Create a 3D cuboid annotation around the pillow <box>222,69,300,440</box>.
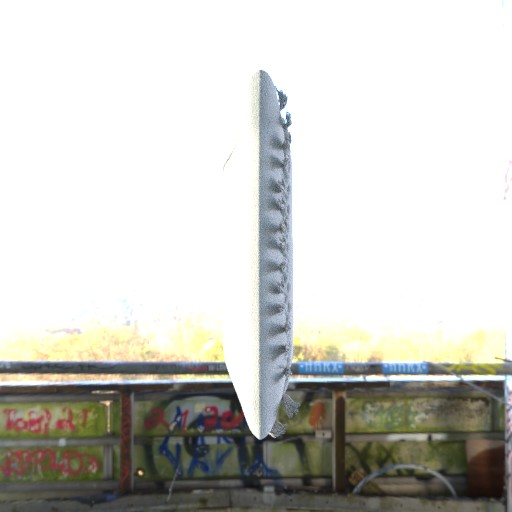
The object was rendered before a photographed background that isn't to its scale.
[{"bbox_3d":[0.000,0.000,0.583,0.084,0.305,0.466,0,-1,-1],"label":"pillow"}]
